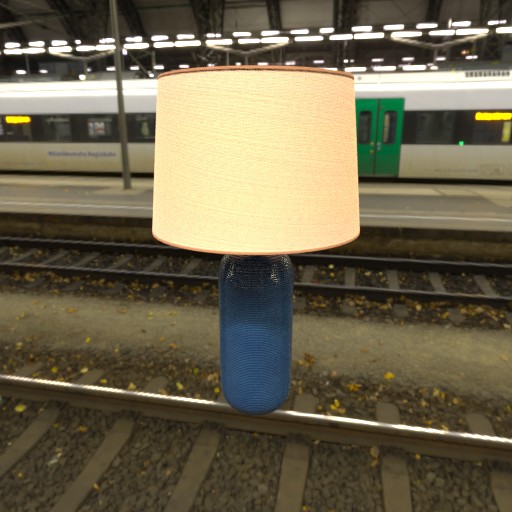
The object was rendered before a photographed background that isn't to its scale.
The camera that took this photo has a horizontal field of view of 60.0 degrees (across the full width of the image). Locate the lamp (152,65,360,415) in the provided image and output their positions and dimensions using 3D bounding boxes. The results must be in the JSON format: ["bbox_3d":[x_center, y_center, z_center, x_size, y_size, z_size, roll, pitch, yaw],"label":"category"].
[{"bbox_3d":[0.000,0.000,0.818,0.367,0.609,0.367,0,16,0],"label":"lamp"}]
